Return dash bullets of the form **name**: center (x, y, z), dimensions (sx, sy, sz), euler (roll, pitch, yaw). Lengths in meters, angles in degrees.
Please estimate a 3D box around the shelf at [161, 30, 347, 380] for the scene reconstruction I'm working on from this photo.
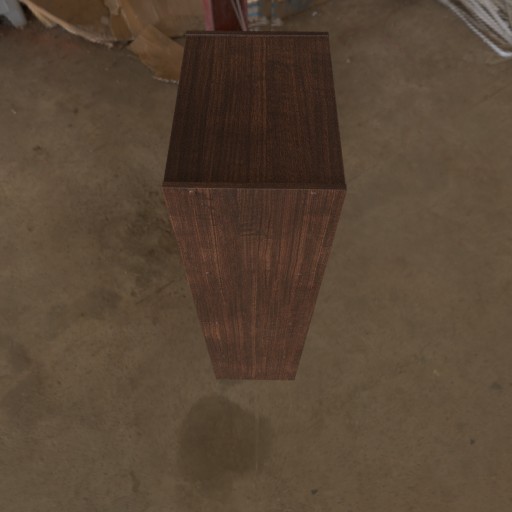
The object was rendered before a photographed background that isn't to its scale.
- **shelf**: center (0.000, 0.000, 1.268), dimensions (0.290, 1.099, 0.415), euler (1, 59, 0)
